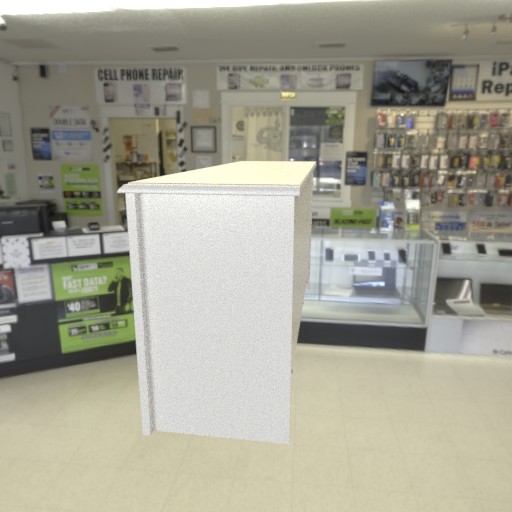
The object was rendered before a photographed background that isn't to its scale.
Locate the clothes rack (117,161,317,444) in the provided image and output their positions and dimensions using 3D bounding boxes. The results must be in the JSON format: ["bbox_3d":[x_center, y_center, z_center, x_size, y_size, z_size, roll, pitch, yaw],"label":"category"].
[{"bbox_3d":[0.000,0.000,1.363,0.324,0.531,1.120,2,14,9],"label":"clothes rack"}]
